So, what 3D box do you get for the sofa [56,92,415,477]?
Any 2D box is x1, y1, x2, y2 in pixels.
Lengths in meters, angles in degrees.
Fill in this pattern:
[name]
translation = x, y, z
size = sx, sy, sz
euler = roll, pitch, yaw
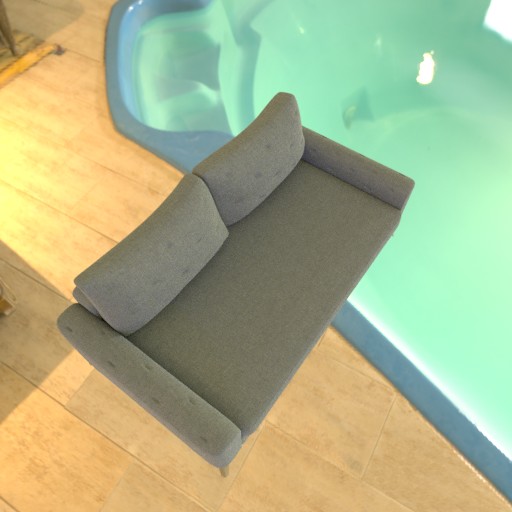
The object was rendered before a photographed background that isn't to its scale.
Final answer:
[sofa]
translation = 0.000, 0.000, 2.119
size = 0.920, 0.790, 1.650
euler = 32, 63, 18
